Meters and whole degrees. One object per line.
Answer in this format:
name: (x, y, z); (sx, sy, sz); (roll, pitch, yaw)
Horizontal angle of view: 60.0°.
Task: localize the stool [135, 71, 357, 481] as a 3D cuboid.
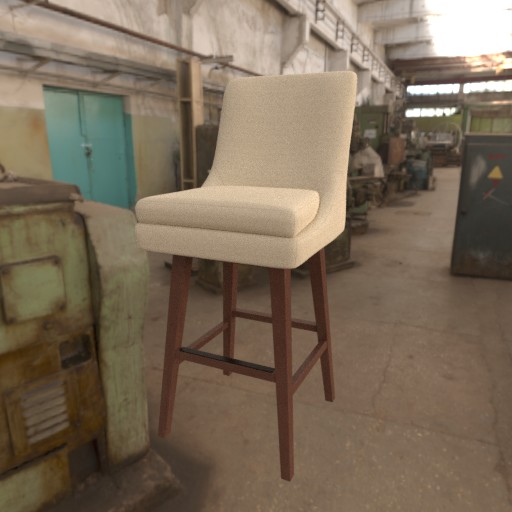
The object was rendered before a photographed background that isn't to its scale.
stool: (0.000, 0.000, 1.354); (0.483, 1.093, 0.559); (7, 16, 25)
